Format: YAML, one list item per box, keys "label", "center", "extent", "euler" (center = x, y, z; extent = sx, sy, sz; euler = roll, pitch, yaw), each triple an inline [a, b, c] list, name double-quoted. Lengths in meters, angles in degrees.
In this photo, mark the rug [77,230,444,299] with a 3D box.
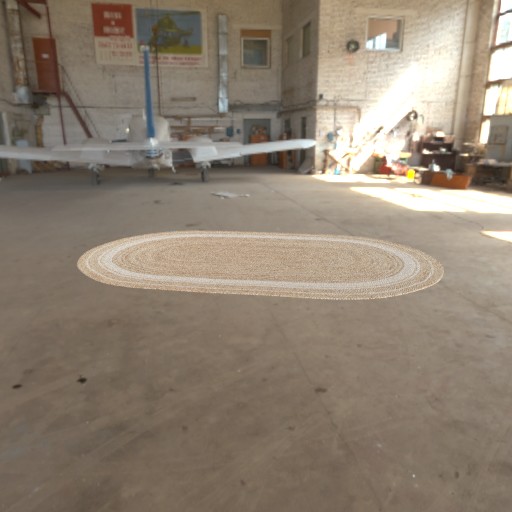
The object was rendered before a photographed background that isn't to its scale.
- label: "rug"
  center: [0.000, 0.000, 3.070]
  extent: [2.432, 0.006, 1.520]
  euler: [2, 16, 9]
